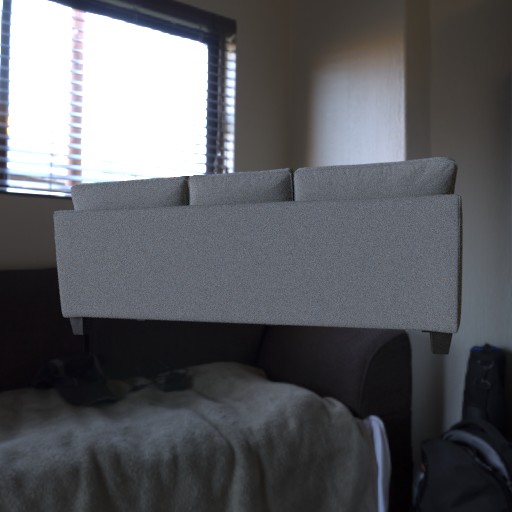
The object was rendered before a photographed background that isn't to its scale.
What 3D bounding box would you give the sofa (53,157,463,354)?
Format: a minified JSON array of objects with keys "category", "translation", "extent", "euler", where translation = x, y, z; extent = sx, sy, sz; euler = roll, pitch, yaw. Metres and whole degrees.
[{"category":"sofa","translation":[0.000,0.000,2.850],"extent":[2.323,0.997,1.016],"euler":[0,-1,17]}]
